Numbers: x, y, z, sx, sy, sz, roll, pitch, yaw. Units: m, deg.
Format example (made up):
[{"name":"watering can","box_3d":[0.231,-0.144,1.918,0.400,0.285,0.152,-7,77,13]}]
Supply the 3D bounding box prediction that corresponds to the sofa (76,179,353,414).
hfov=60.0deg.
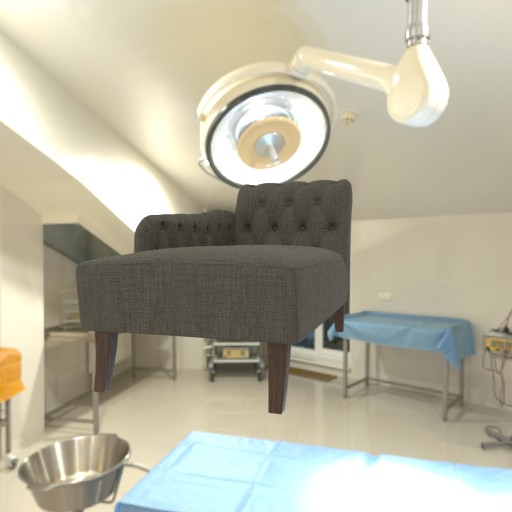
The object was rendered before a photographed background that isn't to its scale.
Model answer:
[{"name":"sofa","box_3d":[0.000,0.000,1.839,0.675,0.787,1.379,0,1,19]}]
